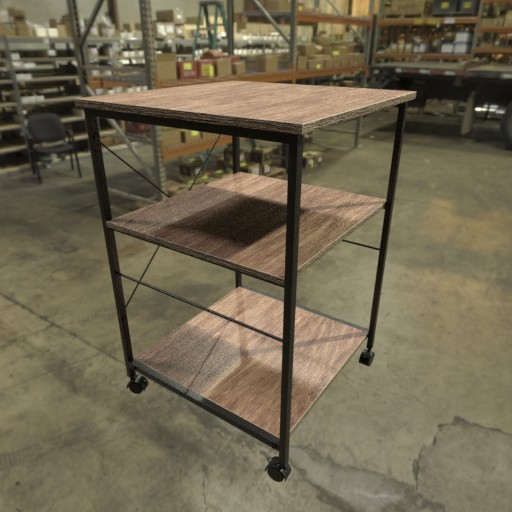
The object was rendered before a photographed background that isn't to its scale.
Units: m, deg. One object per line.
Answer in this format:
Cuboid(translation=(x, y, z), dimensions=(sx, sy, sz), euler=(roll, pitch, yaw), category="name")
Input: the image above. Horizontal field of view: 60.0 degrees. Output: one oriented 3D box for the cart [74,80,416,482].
Cuboid(translation=(0.000, 0.000, 1.108), dimensions=(0.520, 0.762, 0.521), euler=(17, 31, 31), category="cart")
